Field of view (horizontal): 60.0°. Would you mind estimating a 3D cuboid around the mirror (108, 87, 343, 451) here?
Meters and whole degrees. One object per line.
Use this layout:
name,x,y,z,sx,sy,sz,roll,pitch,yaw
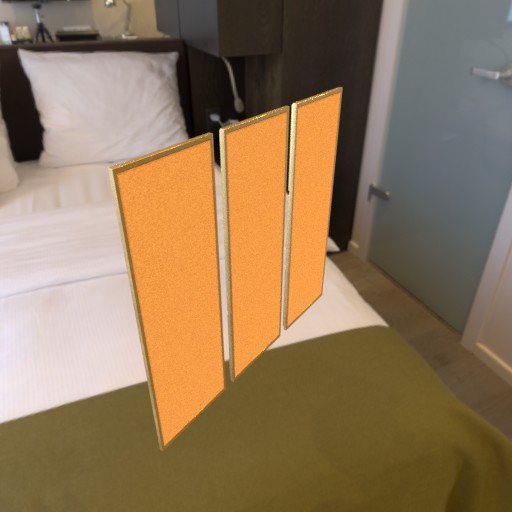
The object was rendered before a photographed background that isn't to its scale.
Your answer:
mirror,0.000,0.000,1.493,0.023,0.926,1.011,21,38,30
